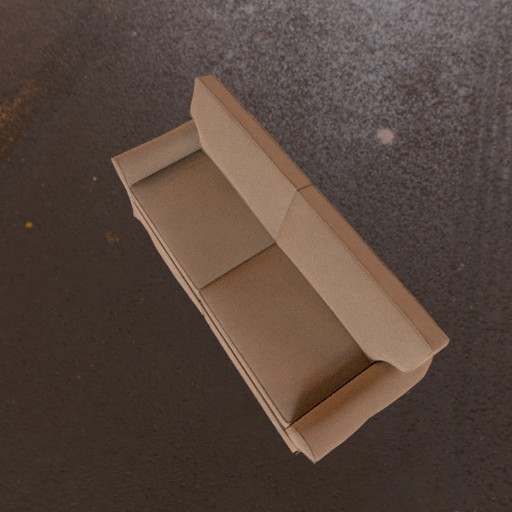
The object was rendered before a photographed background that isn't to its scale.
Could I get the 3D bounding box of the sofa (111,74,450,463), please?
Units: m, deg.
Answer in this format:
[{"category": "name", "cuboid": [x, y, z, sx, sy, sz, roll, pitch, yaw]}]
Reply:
[{"category": "sofa", "cuboid": [0.000, 0.000, 2.731, 0.900, 1.014, 2.246, -31, 68, -14]}]
